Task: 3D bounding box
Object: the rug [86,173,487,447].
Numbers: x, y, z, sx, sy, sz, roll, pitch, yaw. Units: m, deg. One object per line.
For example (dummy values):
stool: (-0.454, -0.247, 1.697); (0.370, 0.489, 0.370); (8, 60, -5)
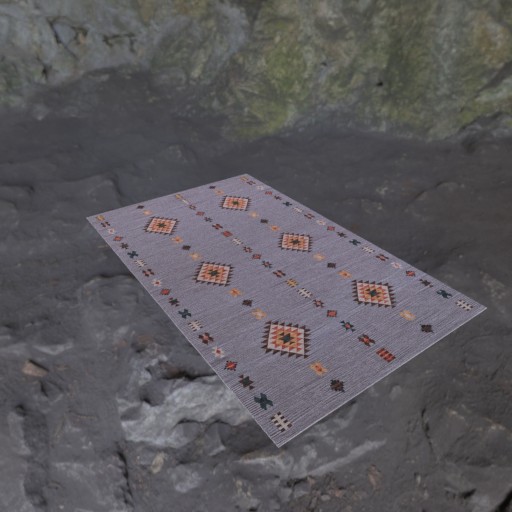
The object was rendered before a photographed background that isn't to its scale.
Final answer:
rug: (0.000, 0.000, 2.994); (1.515, 0.007, 2.427); (-21, 39, -29)
